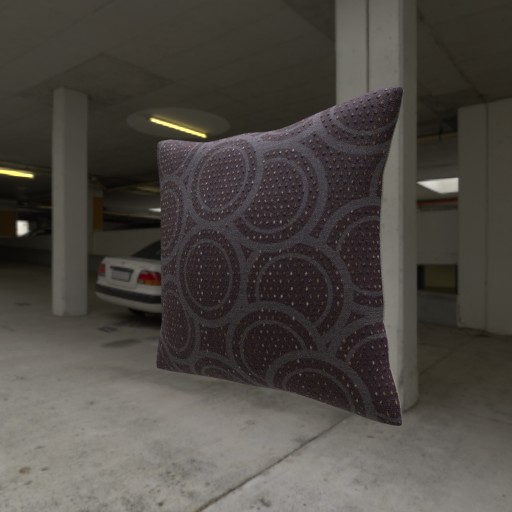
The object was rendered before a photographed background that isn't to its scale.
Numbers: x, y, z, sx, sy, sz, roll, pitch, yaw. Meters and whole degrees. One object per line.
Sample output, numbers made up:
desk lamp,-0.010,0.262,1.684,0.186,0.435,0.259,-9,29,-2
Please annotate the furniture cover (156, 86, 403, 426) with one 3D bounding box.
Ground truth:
furniture cover,0.000,0.000,0.827,0.552,0.509,0.193,0,0,37
